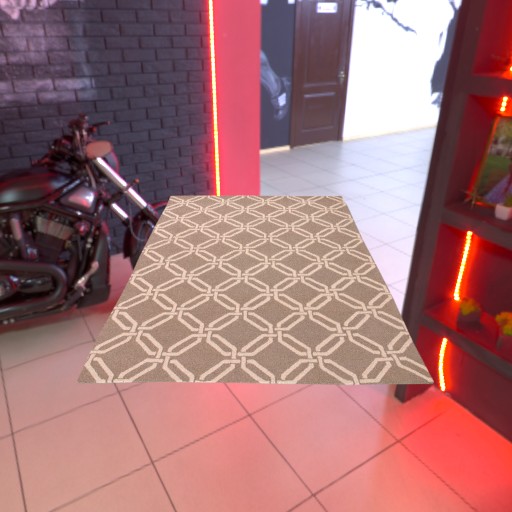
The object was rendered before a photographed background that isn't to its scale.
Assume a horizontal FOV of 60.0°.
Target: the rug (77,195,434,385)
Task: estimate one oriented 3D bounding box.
[{"bbox_3d":[0.000,0.000,2.169,1.142,0.010,1.748,0,27,0],"label":"rug"}]
